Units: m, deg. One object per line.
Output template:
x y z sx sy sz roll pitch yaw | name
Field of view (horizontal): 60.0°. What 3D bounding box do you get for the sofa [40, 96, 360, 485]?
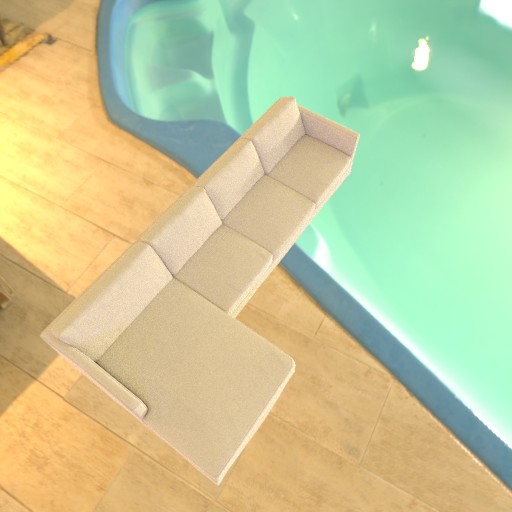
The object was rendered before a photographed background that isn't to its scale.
0.000 0.000 3.850 1.625 0.846 3.186 31 64 17 | sofa
